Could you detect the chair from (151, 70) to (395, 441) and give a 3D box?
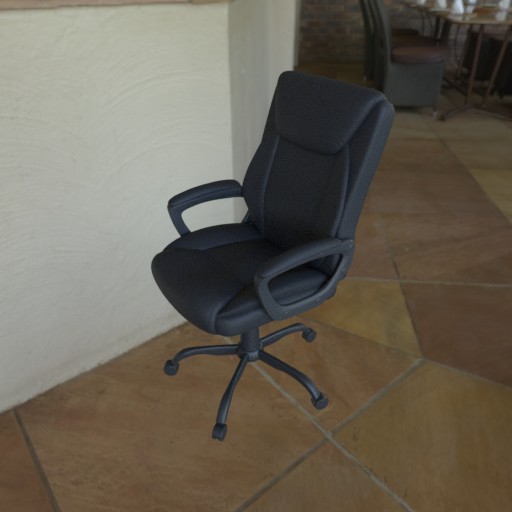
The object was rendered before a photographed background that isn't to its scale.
[{"bbox_3d":[0.000,0.000,1.491,0.655,1.072,0.615,-21,38,-30],"label":"chair"}]
